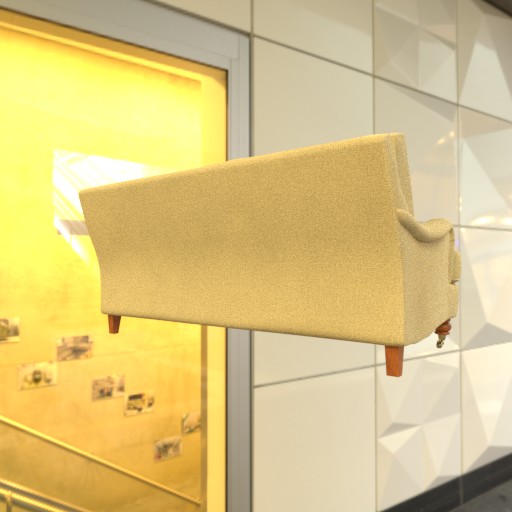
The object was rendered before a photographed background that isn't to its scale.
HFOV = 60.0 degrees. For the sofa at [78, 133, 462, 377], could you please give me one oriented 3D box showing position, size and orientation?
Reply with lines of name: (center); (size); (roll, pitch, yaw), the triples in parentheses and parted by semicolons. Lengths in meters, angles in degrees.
sofa: (0.000, 0.000, 2.599); (2.070, 0.997, 1.091); (-1, -2, 37)
